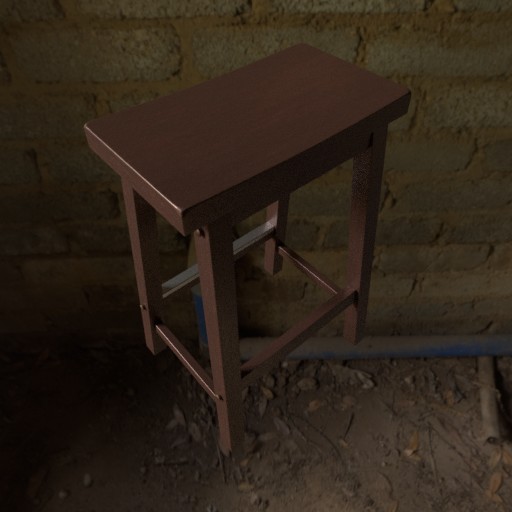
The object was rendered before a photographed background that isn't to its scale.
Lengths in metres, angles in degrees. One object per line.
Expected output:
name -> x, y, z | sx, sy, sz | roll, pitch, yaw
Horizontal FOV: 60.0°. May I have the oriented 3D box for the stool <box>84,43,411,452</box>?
stool -> 0.000, 0.000, 0.834 | 0.406, 0.610, 0.322 | -32, 55, -26
